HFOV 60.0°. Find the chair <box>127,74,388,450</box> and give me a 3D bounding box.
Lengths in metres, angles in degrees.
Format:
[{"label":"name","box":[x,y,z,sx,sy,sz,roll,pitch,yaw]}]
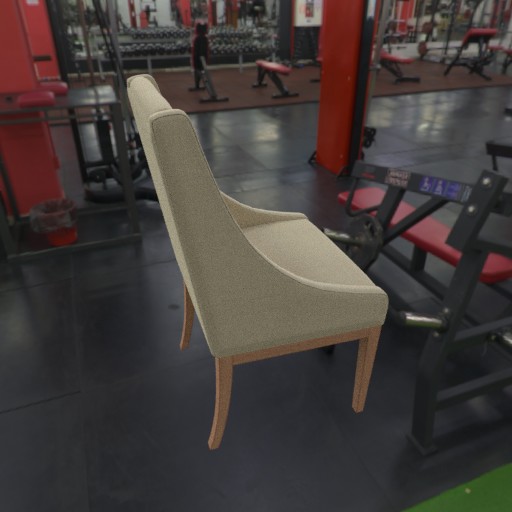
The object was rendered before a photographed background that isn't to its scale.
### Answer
[{"label":"chair","box":[0.000,0.000,1.383,0.611,1.021,0.575,-10,32,-16]}]
